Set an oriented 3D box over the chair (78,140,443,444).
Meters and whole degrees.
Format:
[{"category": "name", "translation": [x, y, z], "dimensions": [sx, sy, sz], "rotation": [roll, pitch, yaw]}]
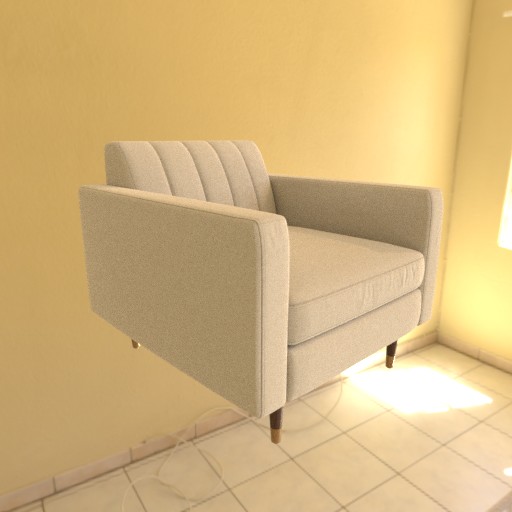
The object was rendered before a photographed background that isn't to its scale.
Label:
[{"category": "chair", "translation": [0.000, 0.000, 1.638], "dimensions": [0.953, 0.819, 0.998], "rotation": [-14, 20, -41]}]
